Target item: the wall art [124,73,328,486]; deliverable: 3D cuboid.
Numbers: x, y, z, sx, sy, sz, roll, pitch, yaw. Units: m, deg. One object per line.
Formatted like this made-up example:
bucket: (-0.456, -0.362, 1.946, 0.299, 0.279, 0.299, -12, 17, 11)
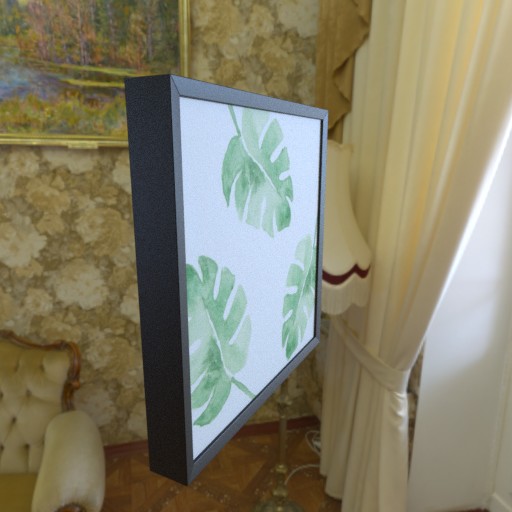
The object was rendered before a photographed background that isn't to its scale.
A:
wall art: (0.000, 0.000, 0.451, 0.038, 0.304, 0.304, 7, 15, 27)
